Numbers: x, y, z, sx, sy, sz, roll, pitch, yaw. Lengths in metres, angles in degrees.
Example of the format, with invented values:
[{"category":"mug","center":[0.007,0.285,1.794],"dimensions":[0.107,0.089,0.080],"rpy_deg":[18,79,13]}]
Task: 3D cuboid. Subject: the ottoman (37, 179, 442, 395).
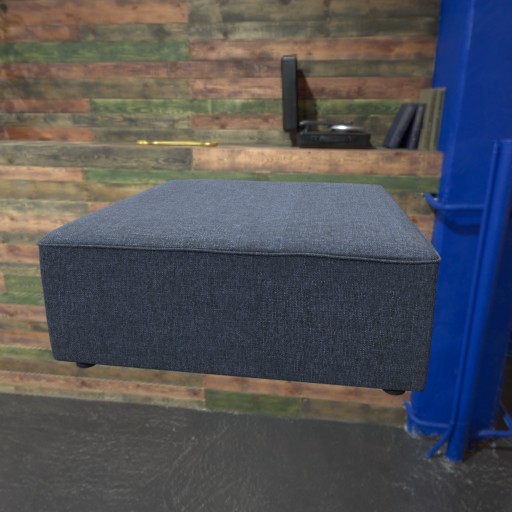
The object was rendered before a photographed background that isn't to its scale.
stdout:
[{"category":"ottoman","center":[0.000,0.000,1.576],"dimensions":[1.017,0.423,1.023],"rpy_deg":[3,18,9]}]
